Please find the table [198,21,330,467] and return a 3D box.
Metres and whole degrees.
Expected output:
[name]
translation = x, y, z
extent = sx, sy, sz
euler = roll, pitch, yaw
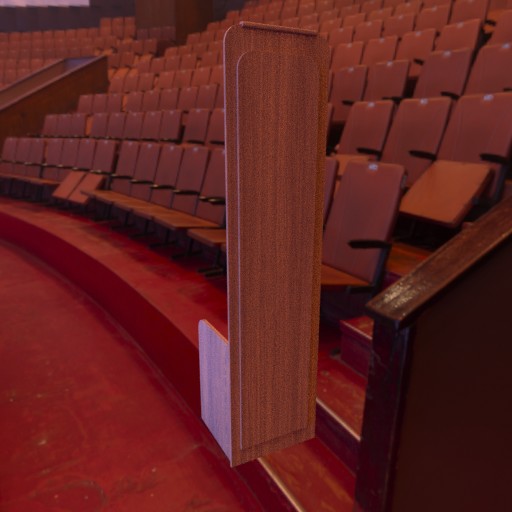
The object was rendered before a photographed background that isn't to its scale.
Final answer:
[table]
translation = 0.000, 0.000, 2.023
extent = 0.450, 1.830, 0.420
euler = -8, 17, -27
